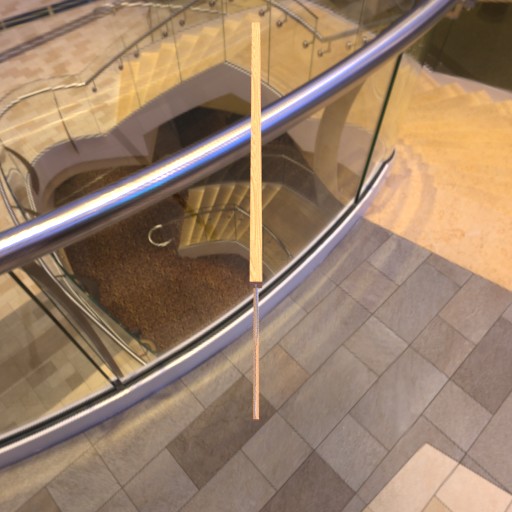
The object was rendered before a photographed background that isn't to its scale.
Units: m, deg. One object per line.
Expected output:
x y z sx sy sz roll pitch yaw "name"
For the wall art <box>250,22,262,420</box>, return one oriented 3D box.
0.000 0.000 1.341 0.020 1.016 0.739 0 58 0 "wall art"
